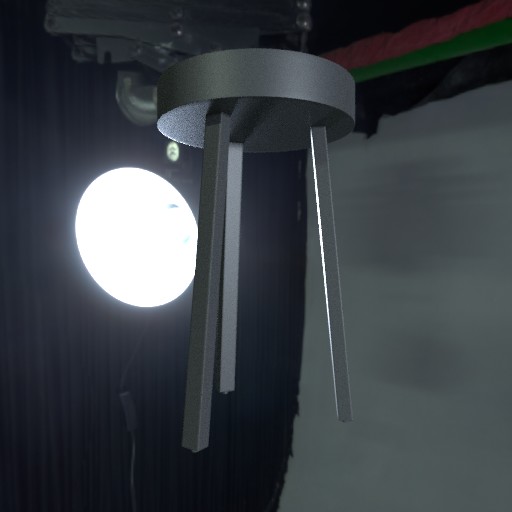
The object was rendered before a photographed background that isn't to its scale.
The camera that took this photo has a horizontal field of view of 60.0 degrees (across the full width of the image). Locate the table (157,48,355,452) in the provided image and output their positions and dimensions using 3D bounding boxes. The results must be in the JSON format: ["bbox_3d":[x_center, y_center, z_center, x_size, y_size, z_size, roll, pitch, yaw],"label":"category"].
[{"bbox_3d":[0.000,0.000,0.934,0.406,0.686,0.406,0,0,36],"label":"table"}]
